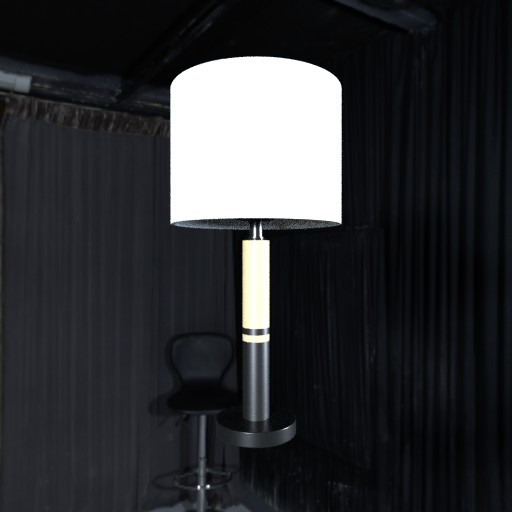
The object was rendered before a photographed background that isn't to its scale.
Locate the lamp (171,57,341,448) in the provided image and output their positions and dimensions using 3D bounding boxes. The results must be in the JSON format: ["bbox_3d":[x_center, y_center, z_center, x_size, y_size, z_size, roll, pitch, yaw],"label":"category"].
[{"bbox_3d":[0.000,0.000,0.809,0.305,0.640,0.305,0,0,-35],"label":"lamp"}]
